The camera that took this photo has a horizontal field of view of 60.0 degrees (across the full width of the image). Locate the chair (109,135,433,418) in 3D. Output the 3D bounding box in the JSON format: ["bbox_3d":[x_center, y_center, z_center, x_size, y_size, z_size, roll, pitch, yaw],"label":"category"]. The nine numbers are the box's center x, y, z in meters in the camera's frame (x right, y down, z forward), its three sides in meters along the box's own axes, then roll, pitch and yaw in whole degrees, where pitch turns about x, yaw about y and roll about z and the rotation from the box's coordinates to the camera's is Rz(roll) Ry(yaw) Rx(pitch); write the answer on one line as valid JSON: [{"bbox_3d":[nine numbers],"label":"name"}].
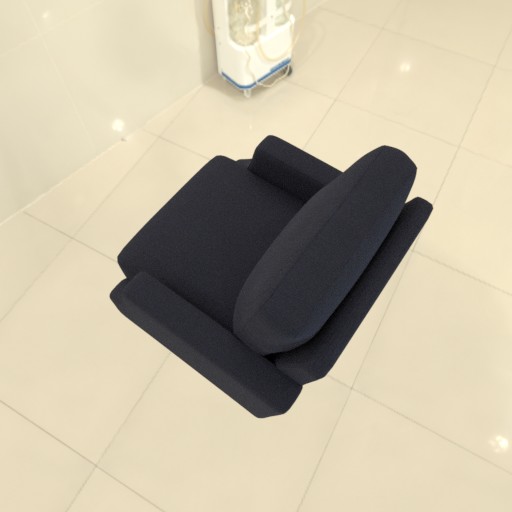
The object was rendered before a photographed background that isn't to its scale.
[{"bbox_3d":[0.000,0.000,1.650,0.897,0.991,0.855,33,67,16],"label":"chair"}]
